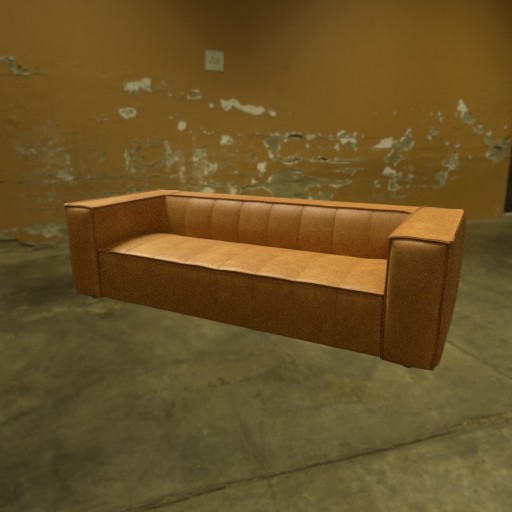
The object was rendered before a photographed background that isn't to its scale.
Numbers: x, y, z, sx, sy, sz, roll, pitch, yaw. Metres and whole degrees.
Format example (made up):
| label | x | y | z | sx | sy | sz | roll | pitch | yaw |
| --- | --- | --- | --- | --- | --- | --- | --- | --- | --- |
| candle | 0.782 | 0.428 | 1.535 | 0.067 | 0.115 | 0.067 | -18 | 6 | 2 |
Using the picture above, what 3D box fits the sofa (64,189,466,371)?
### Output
| label | x | y | z | sx | sy | sz | roll | pitch | yaw |
| --- | --- | --- | --- | --- | --- | --- | --- | --- | --- |
| sofa | 0.000 | 0.000 | 3.083 | 2.581 | 0.701 | 1.102 | 8 | 17 | 27 |
